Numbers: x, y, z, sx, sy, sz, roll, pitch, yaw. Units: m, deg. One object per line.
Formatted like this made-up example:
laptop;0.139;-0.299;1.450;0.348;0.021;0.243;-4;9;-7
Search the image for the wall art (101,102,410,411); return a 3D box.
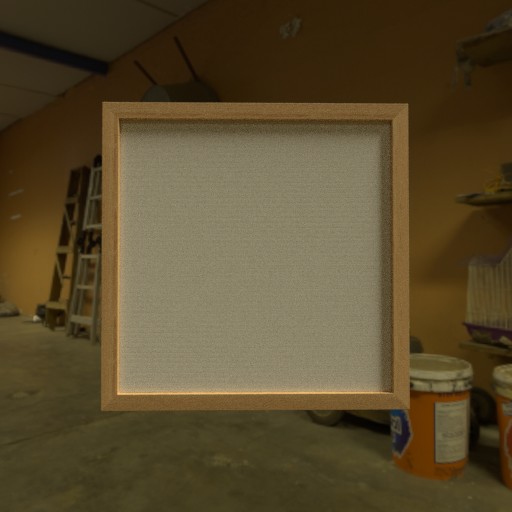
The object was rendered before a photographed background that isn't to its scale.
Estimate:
wall art;0.000;0.000;1.112;0.762;0.762;0.027;0;-1;-1
